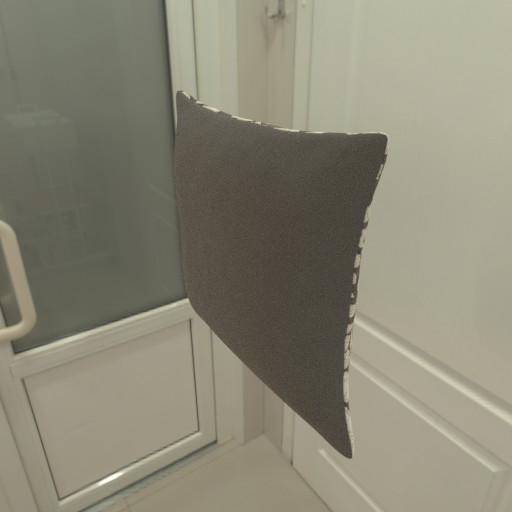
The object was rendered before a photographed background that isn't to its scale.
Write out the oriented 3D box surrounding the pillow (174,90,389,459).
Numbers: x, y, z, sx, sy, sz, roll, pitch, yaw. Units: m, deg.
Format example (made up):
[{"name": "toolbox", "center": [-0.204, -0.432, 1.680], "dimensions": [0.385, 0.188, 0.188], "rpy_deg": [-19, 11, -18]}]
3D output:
[{"name": "pillow", "center": [0.000, 0.000, 0.780], "dimensions": [0.166, 0.507, 0.526], "rpy_deg": [-17, 31, -30]}]
